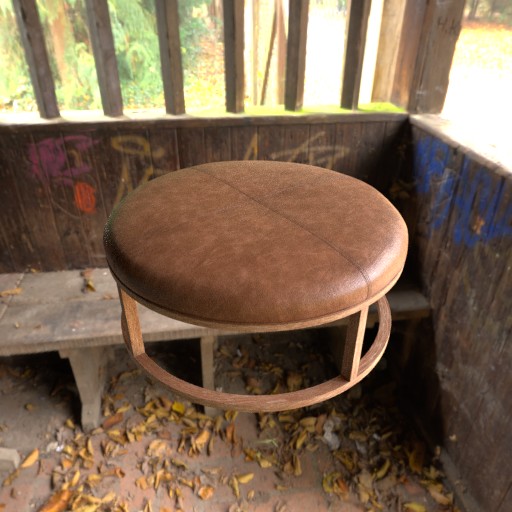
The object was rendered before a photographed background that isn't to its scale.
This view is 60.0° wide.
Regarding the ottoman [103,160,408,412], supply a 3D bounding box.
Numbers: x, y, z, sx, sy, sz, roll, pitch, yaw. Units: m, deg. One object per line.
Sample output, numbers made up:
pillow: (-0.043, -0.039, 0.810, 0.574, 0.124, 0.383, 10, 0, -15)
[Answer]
ottoman: (0.000, 0.000, 1.586, 1.006, 0.445, 1.006, 0, 32, 0)
